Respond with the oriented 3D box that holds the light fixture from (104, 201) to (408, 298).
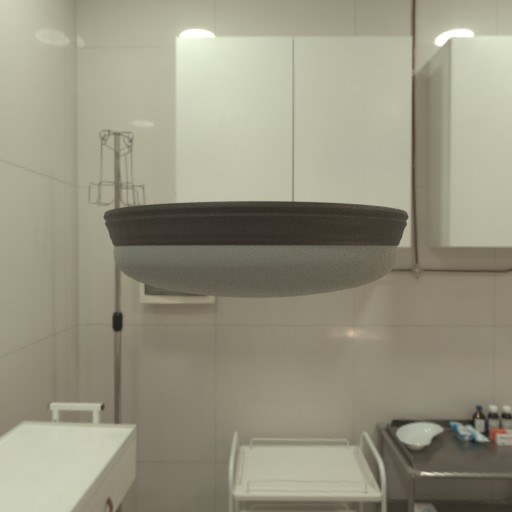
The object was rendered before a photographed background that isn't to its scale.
[{"bbox_3d":[0.000,0.000,0.566,0.368,0.100,0.368,0,1,0],"label":"light fixture"}]
